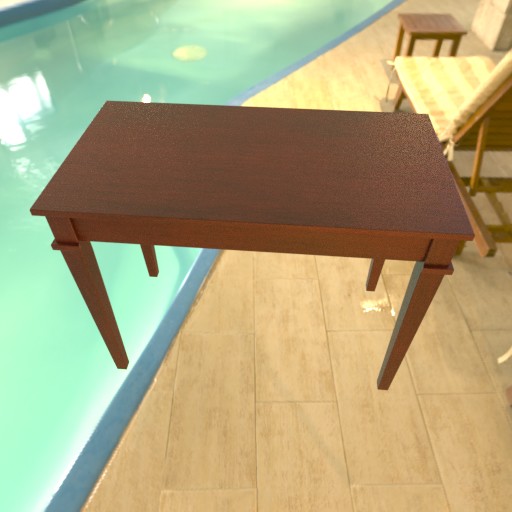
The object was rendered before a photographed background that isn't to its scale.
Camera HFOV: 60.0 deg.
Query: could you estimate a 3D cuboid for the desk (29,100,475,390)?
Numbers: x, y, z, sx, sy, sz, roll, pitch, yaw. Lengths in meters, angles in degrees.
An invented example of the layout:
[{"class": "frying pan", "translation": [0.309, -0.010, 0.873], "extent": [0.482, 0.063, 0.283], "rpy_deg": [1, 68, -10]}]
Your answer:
[{"class": "desk", "translation": [0.000, 0.000, 1.451], "extent": [1.001, 0.762, 0.549], "rpy_deg": [4, 45, 4]}]
